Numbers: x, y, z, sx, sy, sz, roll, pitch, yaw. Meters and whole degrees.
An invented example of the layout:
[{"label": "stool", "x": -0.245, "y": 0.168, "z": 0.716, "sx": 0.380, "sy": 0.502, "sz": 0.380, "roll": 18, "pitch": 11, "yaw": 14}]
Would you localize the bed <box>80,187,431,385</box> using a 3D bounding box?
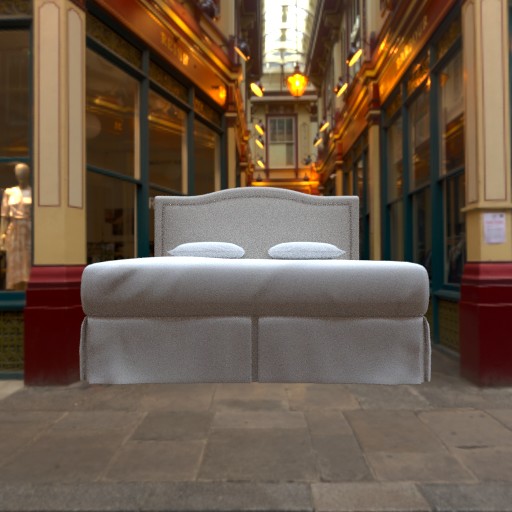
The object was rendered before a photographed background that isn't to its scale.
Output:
[{"label": "bed", "x": 0.000, "y": 0.000, "z": 3.482, "sx": 2.083, "sy": 1.421, "sz": 2.182, "roll": 0, "pitch": 0, "yaw": 0}]
